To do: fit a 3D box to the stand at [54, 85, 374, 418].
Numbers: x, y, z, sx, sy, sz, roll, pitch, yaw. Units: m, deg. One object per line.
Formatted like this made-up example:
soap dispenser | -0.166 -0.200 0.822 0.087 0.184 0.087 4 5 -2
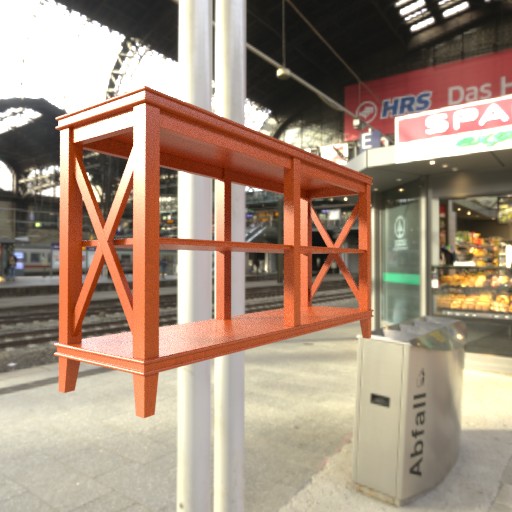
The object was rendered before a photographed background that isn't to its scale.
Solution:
stand | 0.000 0.000 1.671 0.381 0.762 1.372 -1 -1 36
